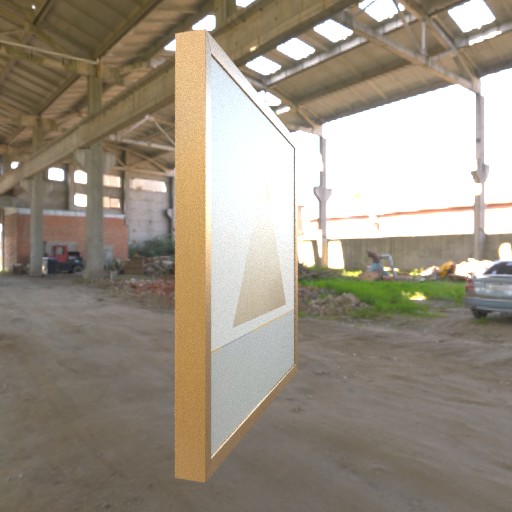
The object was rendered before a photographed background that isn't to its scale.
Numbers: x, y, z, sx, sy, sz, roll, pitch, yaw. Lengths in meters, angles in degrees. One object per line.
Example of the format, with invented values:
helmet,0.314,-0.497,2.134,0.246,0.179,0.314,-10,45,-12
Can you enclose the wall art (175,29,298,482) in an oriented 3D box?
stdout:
wall art,0.000,0.000,0.749,0.038,0.511,0.513,0,0,17
